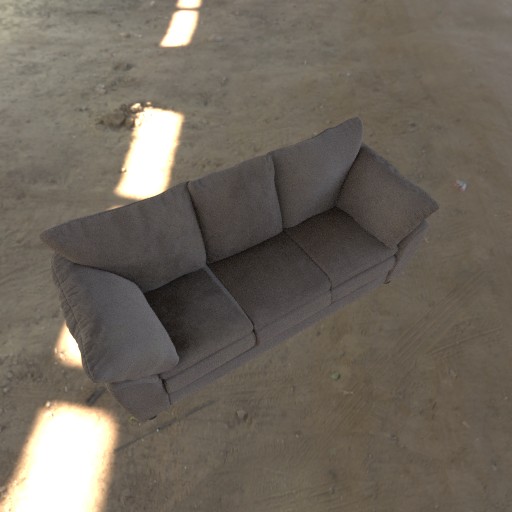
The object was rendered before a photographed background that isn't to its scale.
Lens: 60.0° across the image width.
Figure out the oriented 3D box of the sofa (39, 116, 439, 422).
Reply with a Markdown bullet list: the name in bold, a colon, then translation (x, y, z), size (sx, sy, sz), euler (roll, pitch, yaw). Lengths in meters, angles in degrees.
- **sofa**: translation (0.000, 0.000, 2.826), size (2.336, 1.073, 0.878), euler (-25, 51, -22)
